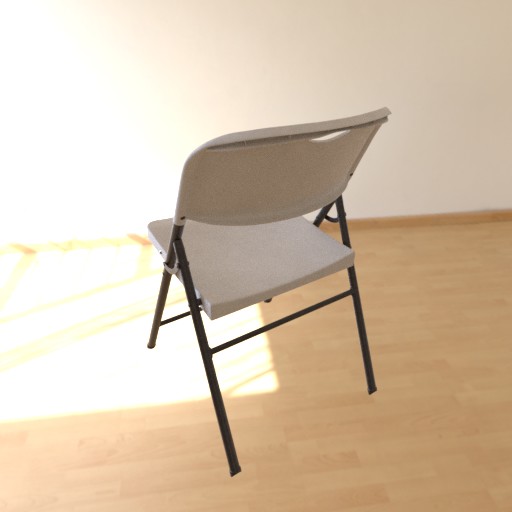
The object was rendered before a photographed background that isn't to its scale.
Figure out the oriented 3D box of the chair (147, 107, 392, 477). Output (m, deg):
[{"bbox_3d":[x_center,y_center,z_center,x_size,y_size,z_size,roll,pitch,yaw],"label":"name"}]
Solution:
[{"bbox_3d":[0.000,0.000,1.162,0.494,0.810,0.566,-18,35,-28],"label":"chair"}]
